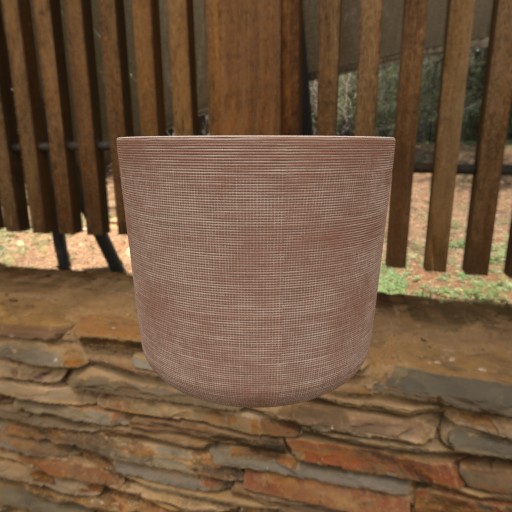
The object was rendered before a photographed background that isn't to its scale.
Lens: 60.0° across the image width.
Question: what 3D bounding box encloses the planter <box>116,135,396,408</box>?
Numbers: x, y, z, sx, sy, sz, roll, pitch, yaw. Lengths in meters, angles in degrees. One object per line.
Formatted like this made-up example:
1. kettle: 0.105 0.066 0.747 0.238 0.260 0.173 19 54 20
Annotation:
1. planter: 0.000 0.000 0.778 0.440 0.398 0.440 0 14 0
